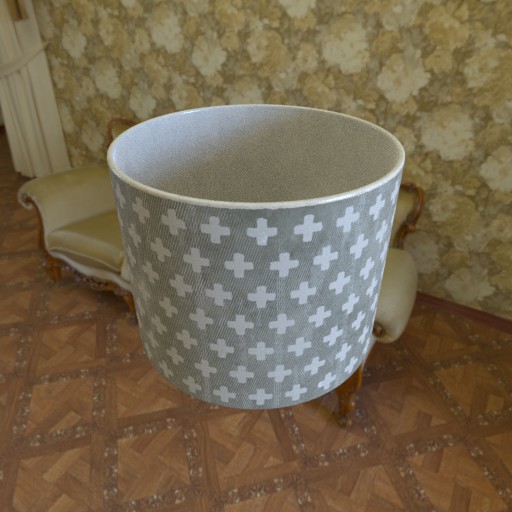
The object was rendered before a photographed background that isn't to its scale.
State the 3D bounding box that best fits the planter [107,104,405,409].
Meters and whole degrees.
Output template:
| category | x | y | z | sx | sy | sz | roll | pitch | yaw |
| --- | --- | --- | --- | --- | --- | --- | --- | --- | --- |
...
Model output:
| category | x | y | z | sx | sy | sz | roll | pitch | yaw |
| --- | --- | --- | --- | --- | --- | --- | --- | --- | --- |
| planter | 0.000 | 0.000 | 0.342 | 0.190 | 0.181 | 0.190 | 0 | 33 | 0 |
